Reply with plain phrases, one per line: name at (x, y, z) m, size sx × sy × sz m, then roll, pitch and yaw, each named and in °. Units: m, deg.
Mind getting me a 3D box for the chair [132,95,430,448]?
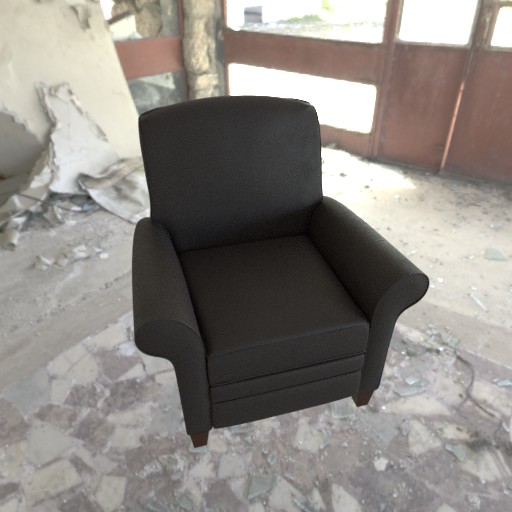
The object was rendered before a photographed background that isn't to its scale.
chair at (0.000, 0.000, 1.773) m, size 0.978 × 1.061 × 0.902 m, roll -9°, pitch 34°, yaw -14°
